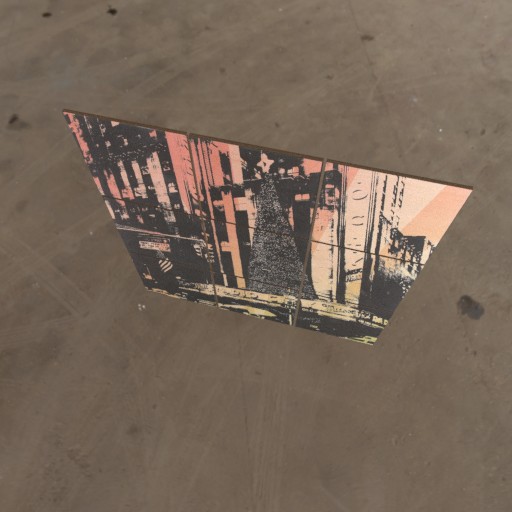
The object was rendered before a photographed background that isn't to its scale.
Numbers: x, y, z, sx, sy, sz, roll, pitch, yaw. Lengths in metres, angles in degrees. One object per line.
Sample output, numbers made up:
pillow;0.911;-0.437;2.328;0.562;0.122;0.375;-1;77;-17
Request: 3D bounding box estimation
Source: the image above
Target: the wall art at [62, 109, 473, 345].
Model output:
wall art;0.000;0.000;1.793;1.216;1.216;0.013;13;60;7
